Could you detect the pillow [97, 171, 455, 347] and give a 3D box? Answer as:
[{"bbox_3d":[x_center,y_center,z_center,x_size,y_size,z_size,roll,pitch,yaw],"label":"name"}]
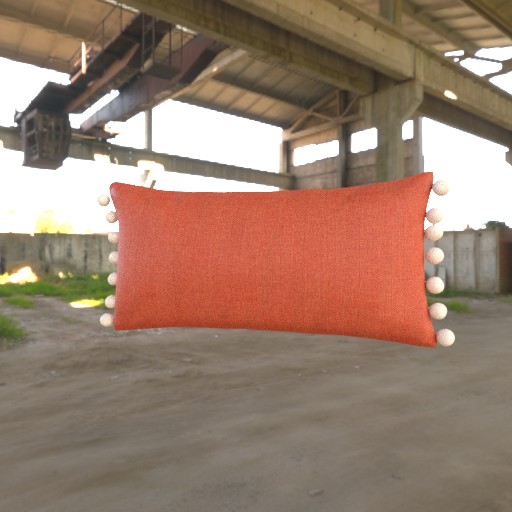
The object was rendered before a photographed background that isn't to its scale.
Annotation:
[{"bbox_3d":[0.000,0.000,0.864,0.709,0.322,0.201,0,0,18],"label":"pillow"}]
